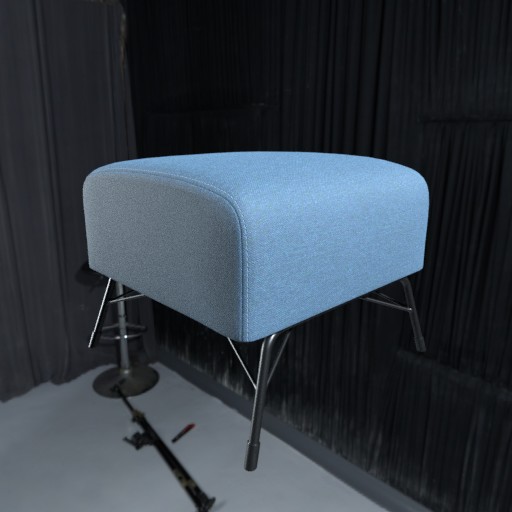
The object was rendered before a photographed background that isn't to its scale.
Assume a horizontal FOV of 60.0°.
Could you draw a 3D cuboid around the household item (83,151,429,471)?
[{"bbox_3d":[0.000,0.000,0.921,0.530,0.420,0.530,-14,21,-42],"label":"household item"}]
